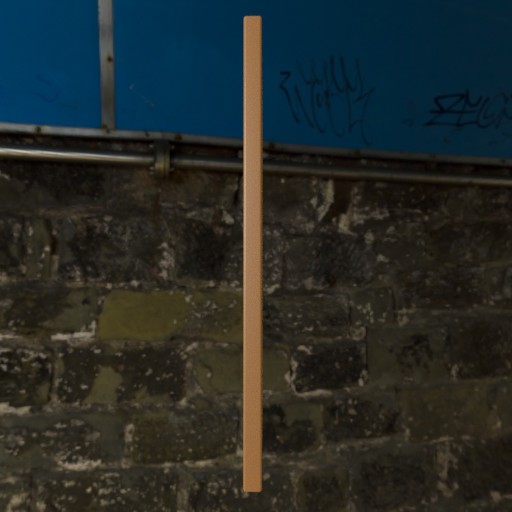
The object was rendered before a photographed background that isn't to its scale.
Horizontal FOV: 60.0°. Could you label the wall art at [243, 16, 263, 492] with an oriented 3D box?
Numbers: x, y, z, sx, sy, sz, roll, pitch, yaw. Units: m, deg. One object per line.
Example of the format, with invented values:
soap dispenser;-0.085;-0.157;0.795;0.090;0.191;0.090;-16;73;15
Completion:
wall art;0.000;0.000;0.735;0.021;0.550;0.449;0;-2;1
